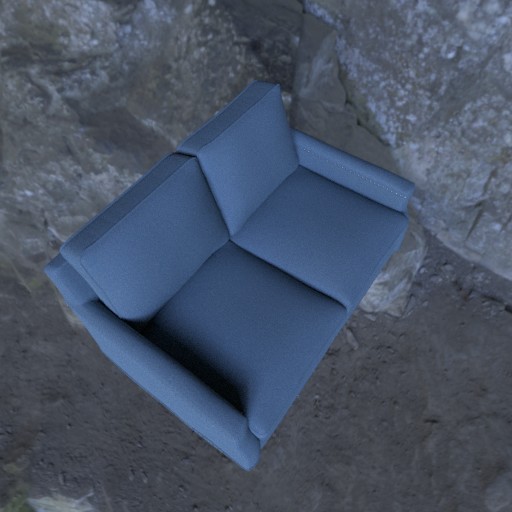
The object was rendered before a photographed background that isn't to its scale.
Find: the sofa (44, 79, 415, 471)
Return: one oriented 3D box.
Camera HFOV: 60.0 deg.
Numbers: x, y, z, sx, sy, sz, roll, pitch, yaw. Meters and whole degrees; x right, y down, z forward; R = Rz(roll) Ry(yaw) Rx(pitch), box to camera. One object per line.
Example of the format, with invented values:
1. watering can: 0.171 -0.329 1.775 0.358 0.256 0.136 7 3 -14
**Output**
1. sofa: 0.000 0.000 2.253 1.084 1.003 1.597 31 62 19
